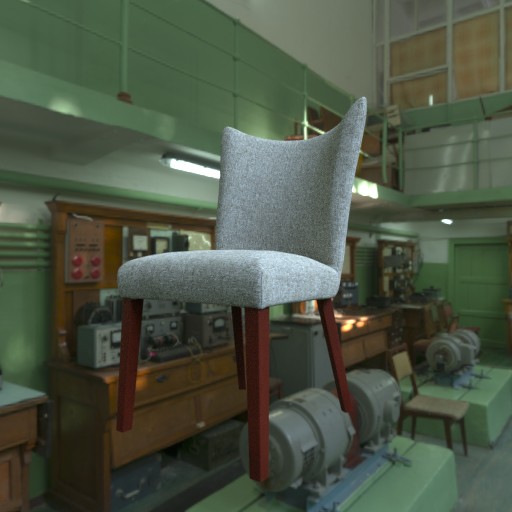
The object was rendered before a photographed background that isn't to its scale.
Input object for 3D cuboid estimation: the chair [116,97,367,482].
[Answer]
[{"bbox_3d":[0.000,0.000,1.286,0.535,0.924,0.623,0,-1,36],"label":"chair"}]
